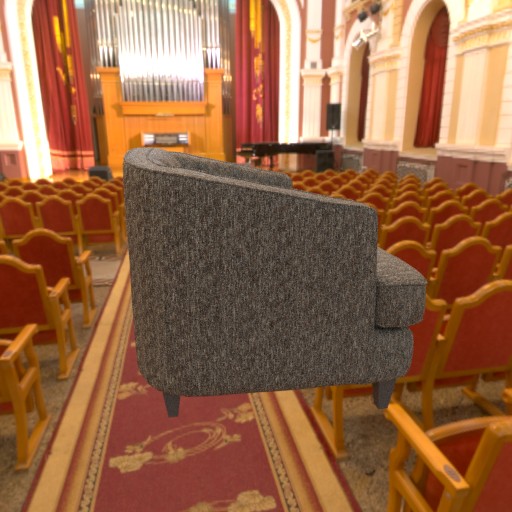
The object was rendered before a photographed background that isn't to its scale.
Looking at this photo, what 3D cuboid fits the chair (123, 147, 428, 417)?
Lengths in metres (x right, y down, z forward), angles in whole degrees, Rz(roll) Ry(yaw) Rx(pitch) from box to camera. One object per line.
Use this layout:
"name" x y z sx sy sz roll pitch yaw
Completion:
"chair" 0.000 0.000 1.795 0.941 0.852 1.104 -3 16 -10
